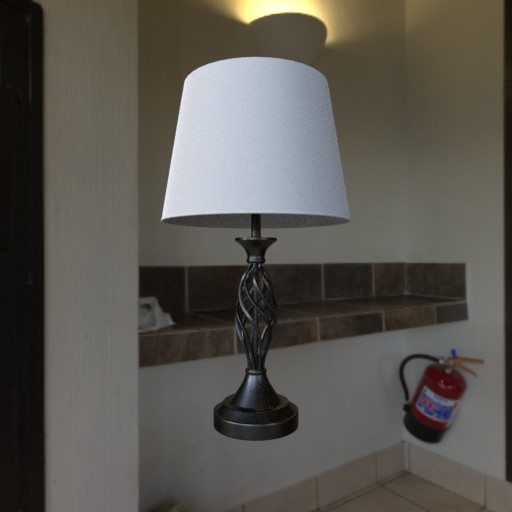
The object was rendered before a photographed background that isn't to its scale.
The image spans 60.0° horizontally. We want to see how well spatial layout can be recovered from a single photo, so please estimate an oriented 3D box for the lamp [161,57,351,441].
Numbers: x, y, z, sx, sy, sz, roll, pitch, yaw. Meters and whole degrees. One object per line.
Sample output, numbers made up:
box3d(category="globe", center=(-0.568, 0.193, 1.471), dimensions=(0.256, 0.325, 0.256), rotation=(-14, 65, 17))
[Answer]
box3d(category="lamp", center=(0.000, 0.000, 0.787), dimensions=(0.331, 0.594, 0.331), rotation=(0, 0, 0))
